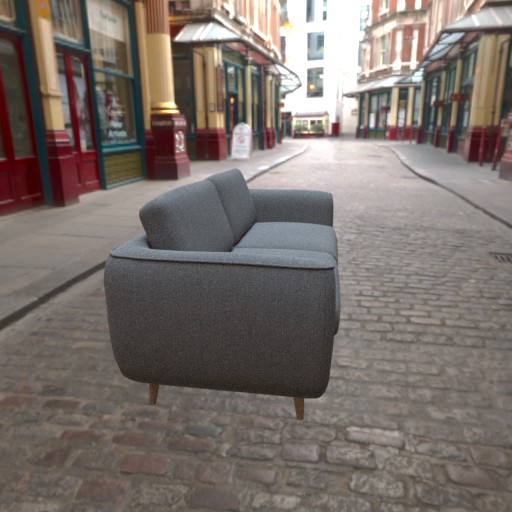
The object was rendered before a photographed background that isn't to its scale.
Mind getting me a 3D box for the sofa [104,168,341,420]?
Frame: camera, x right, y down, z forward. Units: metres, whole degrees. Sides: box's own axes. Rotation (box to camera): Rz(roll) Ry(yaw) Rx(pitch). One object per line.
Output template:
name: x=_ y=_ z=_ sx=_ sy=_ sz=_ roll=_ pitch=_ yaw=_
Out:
sofa: x=0.000 y=0.000 z=2.490 sx=0.920 sy=0.870 sz=2.000 roll=3 pitch=16 yaw=9
